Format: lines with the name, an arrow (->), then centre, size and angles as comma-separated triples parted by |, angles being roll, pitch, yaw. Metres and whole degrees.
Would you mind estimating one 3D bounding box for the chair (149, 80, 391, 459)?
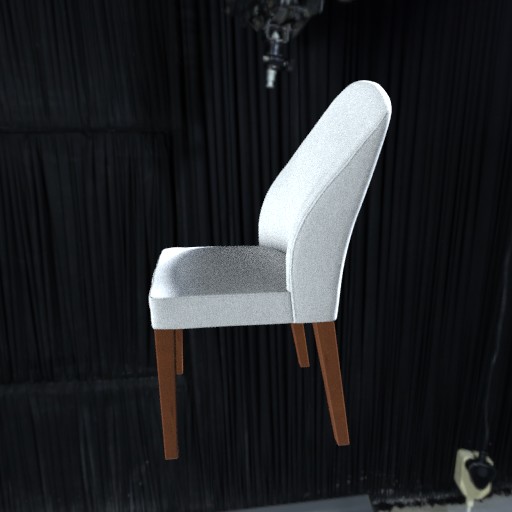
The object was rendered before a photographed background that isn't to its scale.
chair -> 0.000, 0.000, 1.197 | 0.540, 0.893, 0.472 | -2, 14, -7
